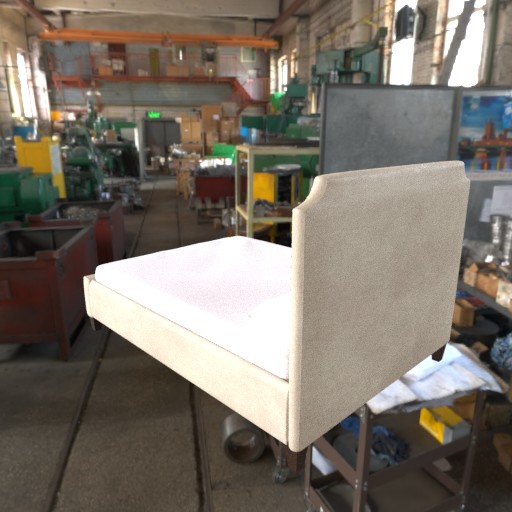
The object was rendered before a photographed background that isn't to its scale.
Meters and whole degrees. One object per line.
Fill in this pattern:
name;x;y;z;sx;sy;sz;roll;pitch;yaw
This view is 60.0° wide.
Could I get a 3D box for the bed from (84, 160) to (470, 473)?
bed;0.000;0.000;3.306;1.712;1.443;2.372;-15;21;-42
